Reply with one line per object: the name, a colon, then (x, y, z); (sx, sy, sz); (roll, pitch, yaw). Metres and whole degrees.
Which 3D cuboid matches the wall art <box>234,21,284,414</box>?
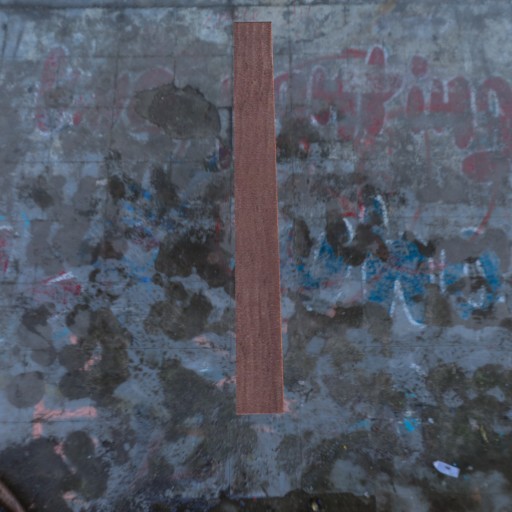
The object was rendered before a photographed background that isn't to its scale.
wall art: (0.000, 0.000, 0.622); (0.039, 0.449, 0.377); (-1, 76, 0)
